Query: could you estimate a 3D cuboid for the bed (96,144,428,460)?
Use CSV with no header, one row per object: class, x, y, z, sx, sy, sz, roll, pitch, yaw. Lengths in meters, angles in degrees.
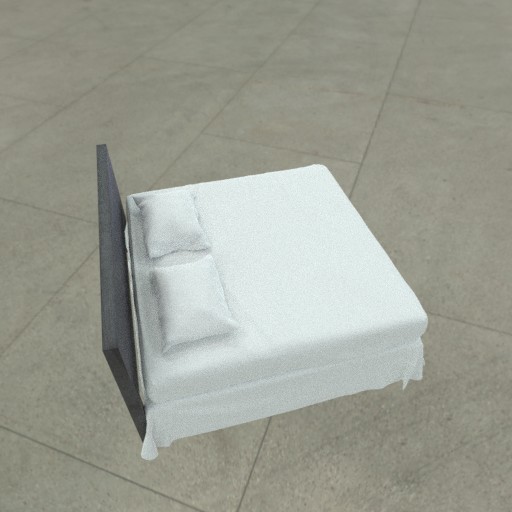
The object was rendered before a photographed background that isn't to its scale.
bed,0.000,0.000,3.497,2.165,1.158,2.255,-11,46,-11
